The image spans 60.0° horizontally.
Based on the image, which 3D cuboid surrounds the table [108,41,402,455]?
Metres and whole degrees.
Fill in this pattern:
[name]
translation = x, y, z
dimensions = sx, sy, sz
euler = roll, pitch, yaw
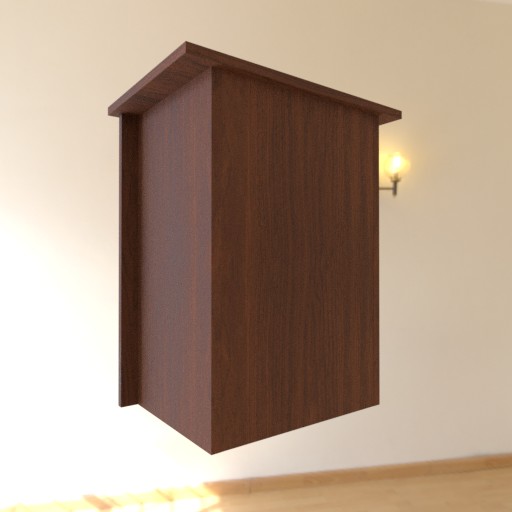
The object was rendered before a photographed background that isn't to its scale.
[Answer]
[table]
translation = 0.000, 0.000, 1.073
dimensions = 0.589, 0.711, 0.406
euler = 0, -1, -36
